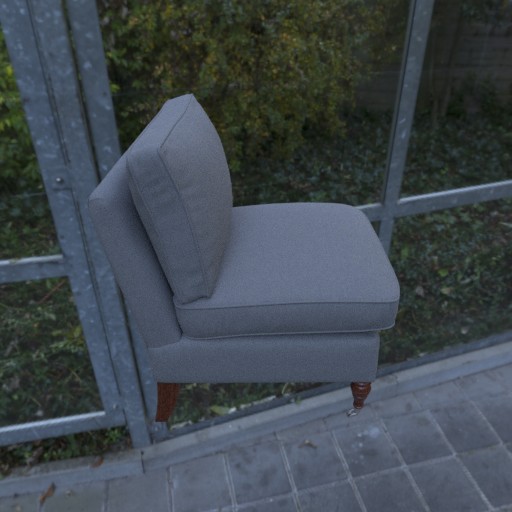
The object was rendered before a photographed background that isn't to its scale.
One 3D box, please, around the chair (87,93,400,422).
[{"bbox_3d":[0.000,0.000,1.668,0.924,1.045,0.724,0,31,0],"label":"chair"}]
